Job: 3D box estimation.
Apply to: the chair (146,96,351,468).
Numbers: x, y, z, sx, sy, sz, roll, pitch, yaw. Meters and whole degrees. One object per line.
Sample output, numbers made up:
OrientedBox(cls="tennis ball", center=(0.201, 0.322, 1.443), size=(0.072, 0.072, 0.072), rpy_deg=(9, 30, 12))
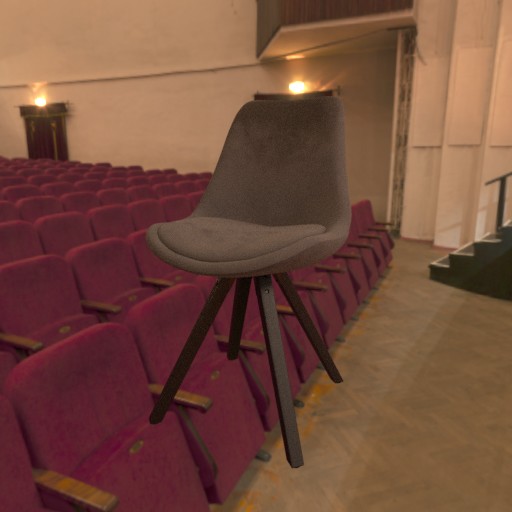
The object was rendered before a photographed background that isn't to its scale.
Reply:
OrientedBox(cls="chair", center=(0.000, 0.000, 1.181), size=(0.476, 0.850, 0.550), rpy_deg=(6, 14, 24))
